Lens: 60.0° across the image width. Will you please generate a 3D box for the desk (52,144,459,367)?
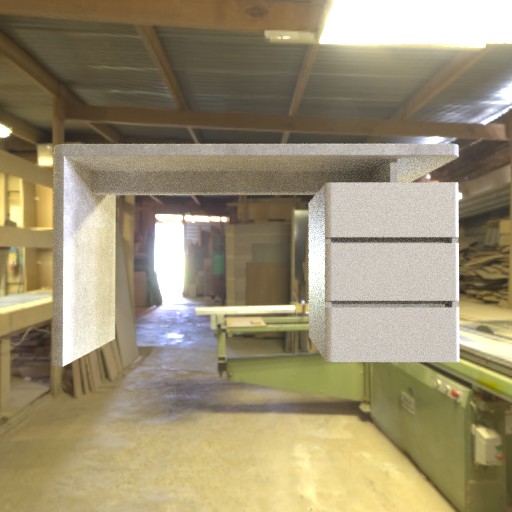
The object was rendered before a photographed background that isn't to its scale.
[{"bbox_3d":[0.000,0.000,1.770,1.400,0.755,0.550,0,-1,0],"label":"desk"}]
